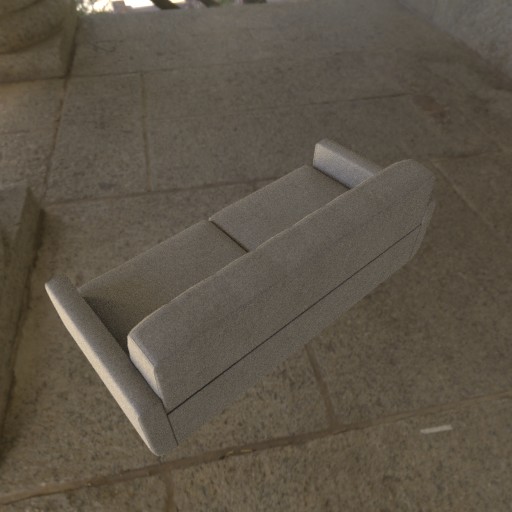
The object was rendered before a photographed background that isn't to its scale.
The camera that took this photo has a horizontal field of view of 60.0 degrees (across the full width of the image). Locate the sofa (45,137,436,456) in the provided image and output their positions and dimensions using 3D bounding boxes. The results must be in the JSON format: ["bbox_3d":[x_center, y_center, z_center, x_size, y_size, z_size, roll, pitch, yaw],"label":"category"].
[{"bbox_3d":[0.000,0.000,2.549,2.055,0.873,0.968,-32,54,-27],"label":"sofa"}]
